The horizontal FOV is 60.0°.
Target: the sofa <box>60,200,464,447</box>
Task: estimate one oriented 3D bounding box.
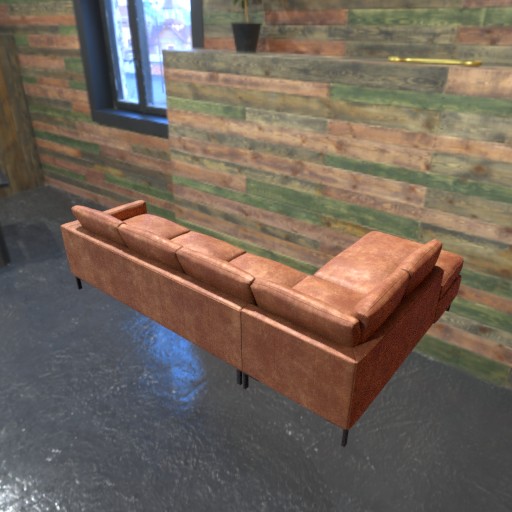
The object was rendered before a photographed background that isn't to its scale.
[{"bbox_3d":[0.000,0.000,3.911,2.984,0.877,1.938,20,34,34],"label":"sofa"}]
